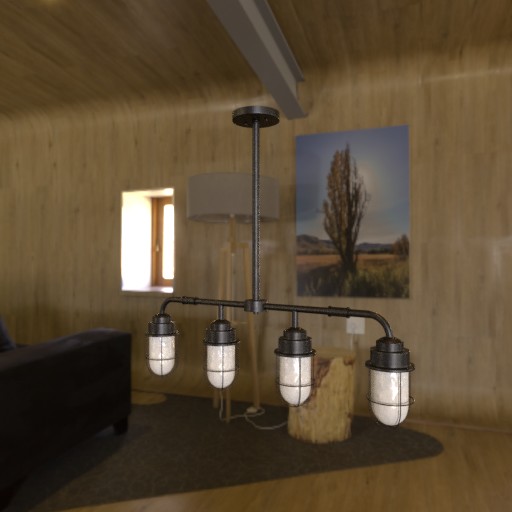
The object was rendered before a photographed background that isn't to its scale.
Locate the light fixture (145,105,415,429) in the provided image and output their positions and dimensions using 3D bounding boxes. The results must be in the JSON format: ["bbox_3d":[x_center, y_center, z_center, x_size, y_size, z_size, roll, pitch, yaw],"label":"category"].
[{"bbox_3d":[0.000,0.000,1.222,0.852,0.785,0.131,0,0,35],"label":"light fixture"}]
